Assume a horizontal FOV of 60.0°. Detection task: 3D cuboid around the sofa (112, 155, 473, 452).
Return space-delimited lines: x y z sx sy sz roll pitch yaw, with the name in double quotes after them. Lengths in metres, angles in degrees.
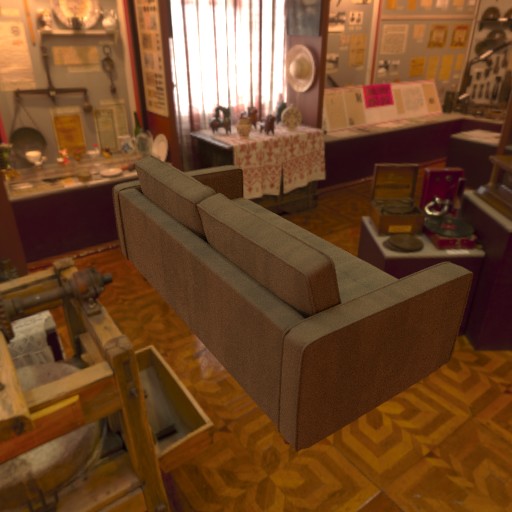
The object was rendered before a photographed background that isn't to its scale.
0.000 0.000 2.381 0.924 0.825 1.920 -17 32 -30 "sofa"
